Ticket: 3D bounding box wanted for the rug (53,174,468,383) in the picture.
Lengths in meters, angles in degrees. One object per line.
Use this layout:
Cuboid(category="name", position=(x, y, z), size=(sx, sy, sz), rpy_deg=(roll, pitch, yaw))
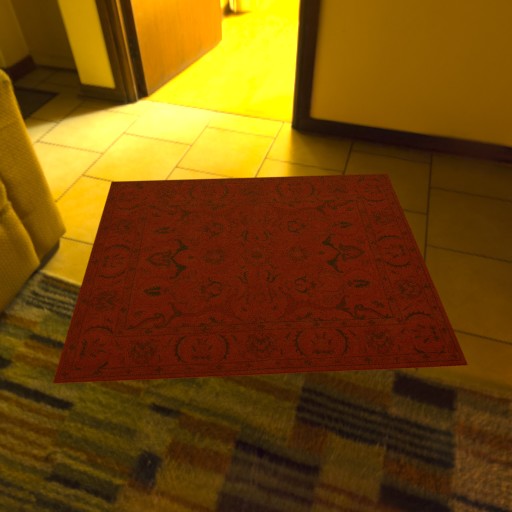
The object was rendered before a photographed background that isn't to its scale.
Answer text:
Cuboid(category="rug", position=(0.000, 0.000, 3.910), size=(2.929, 0.012, 2.300), rpy_deg=(-2, 46, -2))
